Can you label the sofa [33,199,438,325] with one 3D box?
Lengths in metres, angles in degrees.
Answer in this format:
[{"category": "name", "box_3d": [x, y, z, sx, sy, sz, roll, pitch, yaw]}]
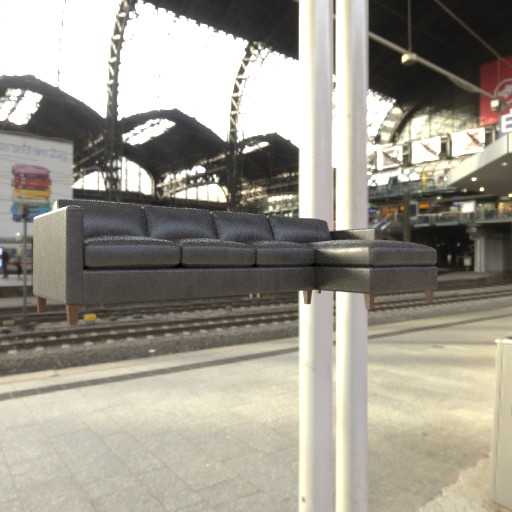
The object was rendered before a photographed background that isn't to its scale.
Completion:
[{"category": "sofa", "box_3d": [0.000, 0.000, 3.831, 3.203, 0.883, 1.581, 0, -1, -38]}]
